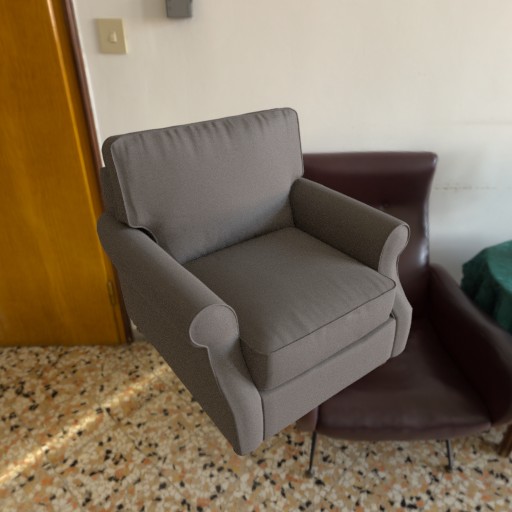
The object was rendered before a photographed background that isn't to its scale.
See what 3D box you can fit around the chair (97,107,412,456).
[{"bbox_3d":[0.000,0.000,1.770,1.029,0.967,0.966,-21,36,-31],"label":"chair"}]
